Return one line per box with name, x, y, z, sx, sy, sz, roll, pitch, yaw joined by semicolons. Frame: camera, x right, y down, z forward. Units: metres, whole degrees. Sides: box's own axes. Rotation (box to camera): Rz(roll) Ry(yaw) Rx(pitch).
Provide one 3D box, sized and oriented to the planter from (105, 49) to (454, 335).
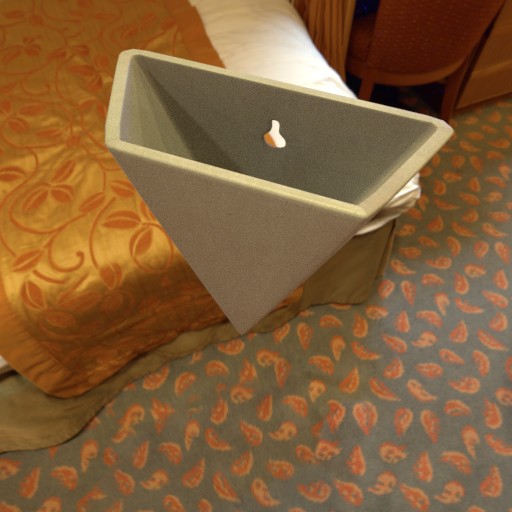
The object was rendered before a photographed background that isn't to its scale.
planter;0.000;0.000;0.260;0.150;0.197;0.060;17;60;10
